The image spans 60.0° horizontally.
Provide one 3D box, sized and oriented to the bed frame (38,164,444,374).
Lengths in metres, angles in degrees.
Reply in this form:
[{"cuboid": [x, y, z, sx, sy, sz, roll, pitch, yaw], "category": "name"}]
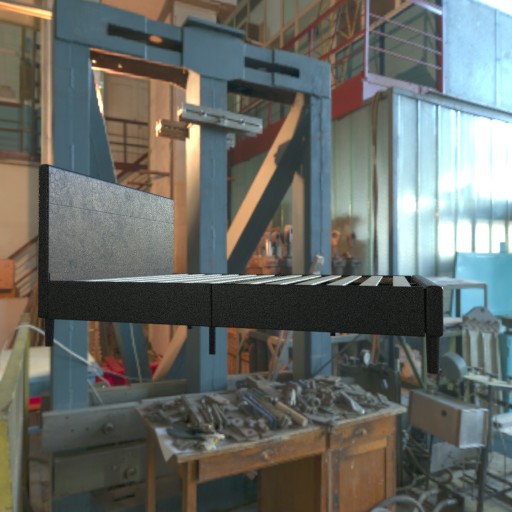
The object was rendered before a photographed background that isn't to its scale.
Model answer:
[{"cuboid": [0.000, 0.000, 3.171, 2.318, 1.127, 1.634, 0, -1, 17], "category": "bed frame"}]
